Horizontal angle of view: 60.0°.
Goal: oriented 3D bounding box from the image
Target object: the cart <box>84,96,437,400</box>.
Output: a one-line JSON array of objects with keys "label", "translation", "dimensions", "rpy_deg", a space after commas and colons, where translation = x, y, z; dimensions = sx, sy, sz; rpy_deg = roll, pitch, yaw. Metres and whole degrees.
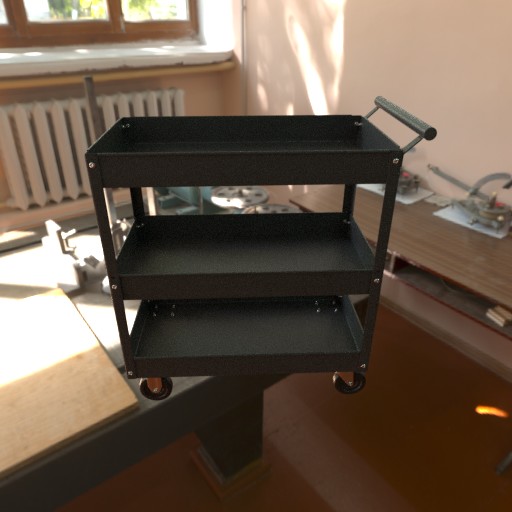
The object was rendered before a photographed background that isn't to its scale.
[{"label": "cart", "translation": [0.000, 0.000, 1.228], "dimensions": [0.719, 0.780, 0.366], "rpy_deg": [-1, 29, -2]}]
